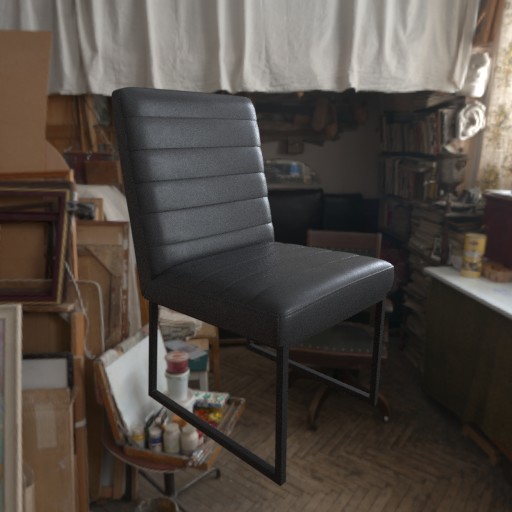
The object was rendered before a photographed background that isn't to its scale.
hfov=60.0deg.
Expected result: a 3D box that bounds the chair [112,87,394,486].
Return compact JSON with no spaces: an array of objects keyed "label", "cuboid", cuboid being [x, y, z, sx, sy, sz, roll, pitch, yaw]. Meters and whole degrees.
[{"label":"chair","cuboid":[0.000,0.000,1.288,0.634,0.930,0.520,14,21,42]}]
